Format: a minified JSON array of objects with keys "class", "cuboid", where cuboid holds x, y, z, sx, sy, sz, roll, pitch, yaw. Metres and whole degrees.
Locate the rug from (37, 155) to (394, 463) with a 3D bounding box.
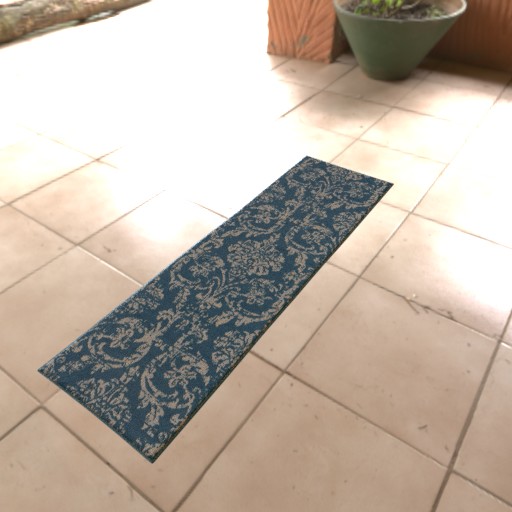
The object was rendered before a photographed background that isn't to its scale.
[{"class":"rug","cuboid":[0.000,0.000,2.352,0.662,0.011,2.196,25,47,25]}]
